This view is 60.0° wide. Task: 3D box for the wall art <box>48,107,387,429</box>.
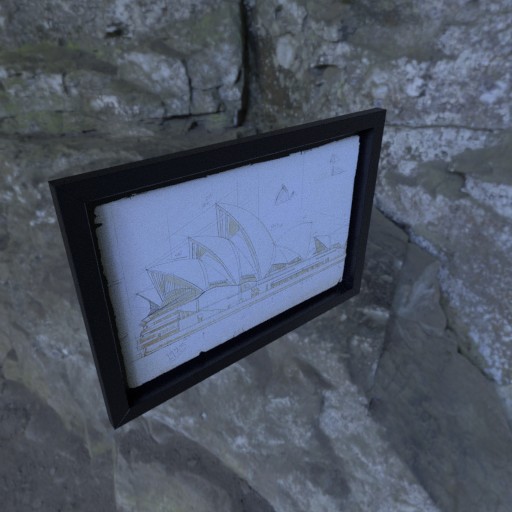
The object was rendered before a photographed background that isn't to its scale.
[{"bbox_3d":[0.000,0.000,0.848,0.657,0.458,0.027,-22,38,-32],"label":"wall art"}]
